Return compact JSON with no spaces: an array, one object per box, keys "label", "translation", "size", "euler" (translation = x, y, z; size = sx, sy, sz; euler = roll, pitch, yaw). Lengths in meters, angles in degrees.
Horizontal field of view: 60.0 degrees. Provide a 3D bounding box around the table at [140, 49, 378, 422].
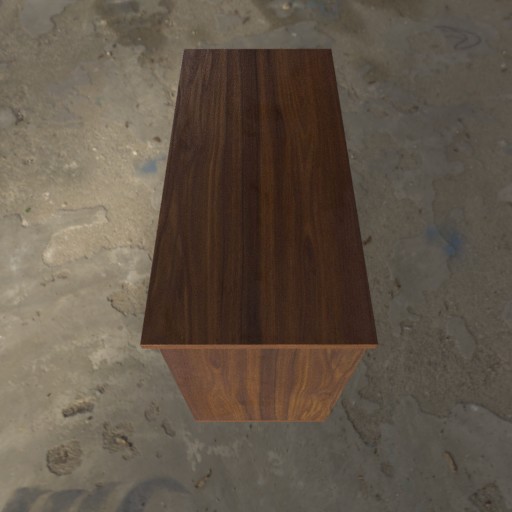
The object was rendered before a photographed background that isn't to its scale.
[{"label":"table","translation":[0.000,0.000,1.229],"size":[0.390,0.725,0.802],"euler":[0,57,0]}]
